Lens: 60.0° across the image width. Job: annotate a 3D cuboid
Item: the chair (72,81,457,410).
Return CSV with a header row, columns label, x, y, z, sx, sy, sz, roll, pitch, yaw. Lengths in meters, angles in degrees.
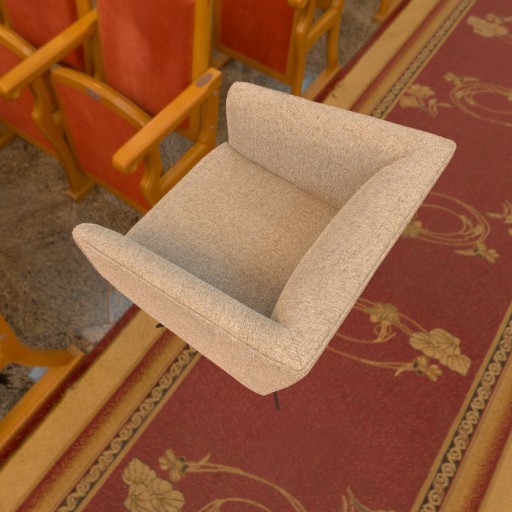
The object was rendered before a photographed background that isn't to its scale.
label,x,y,z,sx,sy,sz,roll,pitch,yaw
chair,0.000,0.000,1.230,0.623,0.760,0.628,32,66,16
